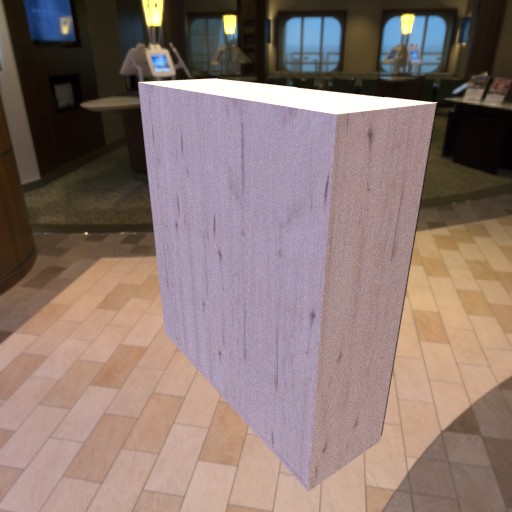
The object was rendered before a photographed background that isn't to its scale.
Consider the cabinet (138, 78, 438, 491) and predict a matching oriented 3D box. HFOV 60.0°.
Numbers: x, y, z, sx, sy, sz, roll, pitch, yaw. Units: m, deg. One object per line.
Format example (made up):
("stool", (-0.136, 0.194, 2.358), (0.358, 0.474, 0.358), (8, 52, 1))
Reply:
("cabinet", (0.000, 0.000, 3.101), (0.660, 2.180, 2.000), (-17, 30, -32))
